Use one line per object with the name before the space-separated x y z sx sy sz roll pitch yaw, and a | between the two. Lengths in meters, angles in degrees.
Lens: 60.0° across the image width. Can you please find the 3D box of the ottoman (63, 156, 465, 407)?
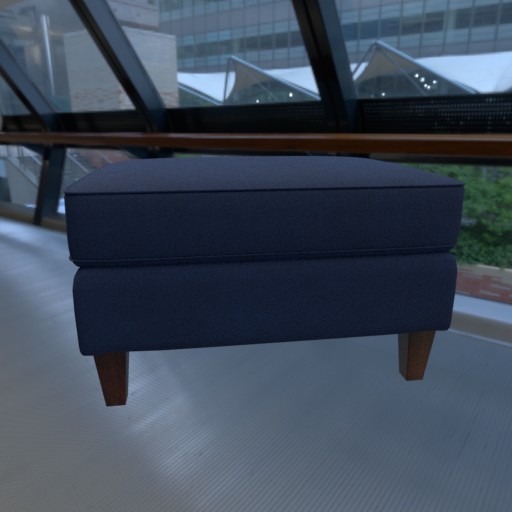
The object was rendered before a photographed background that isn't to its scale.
ottoman | 0.000 0.000 1.382 0.965 0.584 0.686 -2 17 -8
